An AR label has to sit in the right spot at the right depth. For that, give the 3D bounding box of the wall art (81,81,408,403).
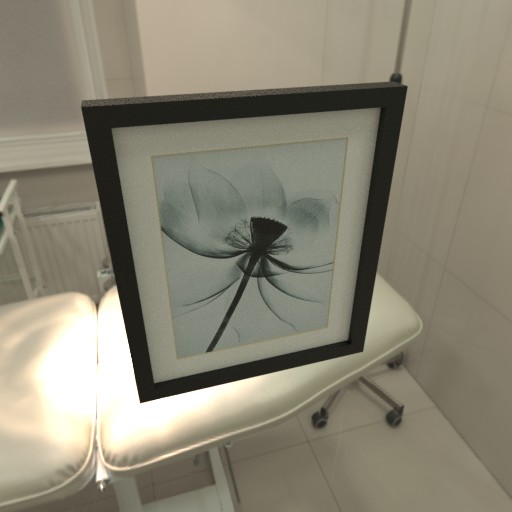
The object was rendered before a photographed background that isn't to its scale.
[{"bbox_3d":[0.000,0.000,0.541,0.330,0.381,0.029,-9,32,-15],"label":"wall art"}]
